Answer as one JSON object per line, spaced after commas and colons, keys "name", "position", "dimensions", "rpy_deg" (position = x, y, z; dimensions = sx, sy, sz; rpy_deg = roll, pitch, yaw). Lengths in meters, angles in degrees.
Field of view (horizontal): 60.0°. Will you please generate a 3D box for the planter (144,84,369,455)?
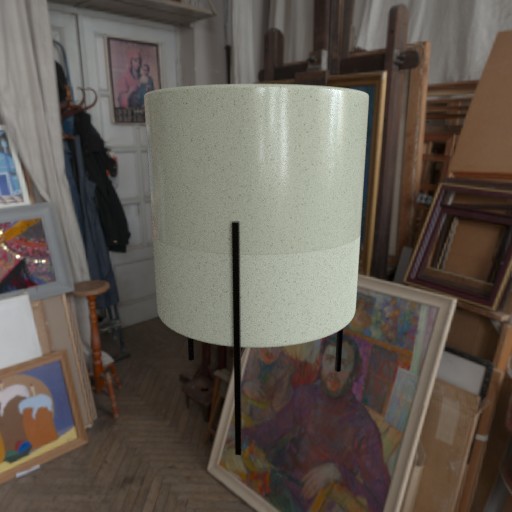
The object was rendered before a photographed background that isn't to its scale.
{"name": "planter", "position": [0.000, 0.000, 0.694], "dimensions": [0.314, 0.475, 0.323], "rpy_deg": [2, 15, 8]}
